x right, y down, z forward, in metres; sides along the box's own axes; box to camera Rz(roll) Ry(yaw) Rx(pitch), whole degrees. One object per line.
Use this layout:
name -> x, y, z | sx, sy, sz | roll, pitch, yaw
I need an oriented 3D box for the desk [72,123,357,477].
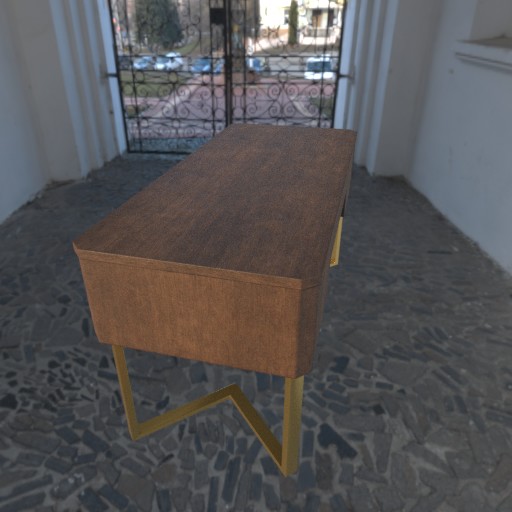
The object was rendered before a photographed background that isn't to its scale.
desk -> 0.000, 0.000, 1.886 | 0.684, 0.762, 1.479 | 7, 30, 13
